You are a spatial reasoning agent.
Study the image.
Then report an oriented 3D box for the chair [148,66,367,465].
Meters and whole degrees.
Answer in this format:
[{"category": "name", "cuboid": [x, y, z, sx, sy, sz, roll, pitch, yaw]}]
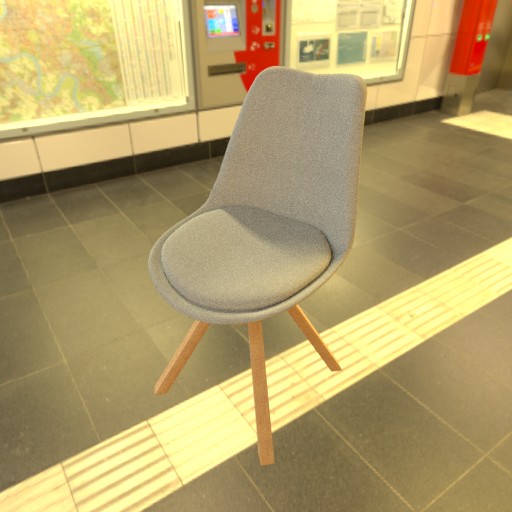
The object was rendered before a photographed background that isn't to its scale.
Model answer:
[{"category": "chair", "cuboid": [0.000, 0.000, 1.182, 0.474, 0.863, 0.549, 21, 37, 30]}]
